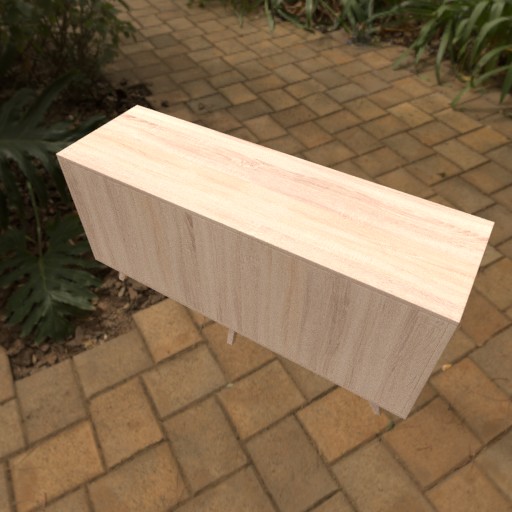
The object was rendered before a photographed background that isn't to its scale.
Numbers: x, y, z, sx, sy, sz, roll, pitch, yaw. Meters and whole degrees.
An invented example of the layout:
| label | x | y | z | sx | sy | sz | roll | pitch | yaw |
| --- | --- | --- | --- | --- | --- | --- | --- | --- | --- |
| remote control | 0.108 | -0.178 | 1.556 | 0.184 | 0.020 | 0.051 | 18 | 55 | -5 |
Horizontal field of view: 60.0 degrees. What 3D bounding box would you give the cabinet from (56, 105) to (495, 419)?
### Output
| label | x | y | z | sx | sy | sz | roll | pitch | yaw |
| --- | --- | --- | --- | --- | --- | --- | --- | --- | --- |
| cabinet | 0.000 | 0.000 | 1.979 | 1.650 | 0.780 | 0.500 | 24 | 50 | 21 |
